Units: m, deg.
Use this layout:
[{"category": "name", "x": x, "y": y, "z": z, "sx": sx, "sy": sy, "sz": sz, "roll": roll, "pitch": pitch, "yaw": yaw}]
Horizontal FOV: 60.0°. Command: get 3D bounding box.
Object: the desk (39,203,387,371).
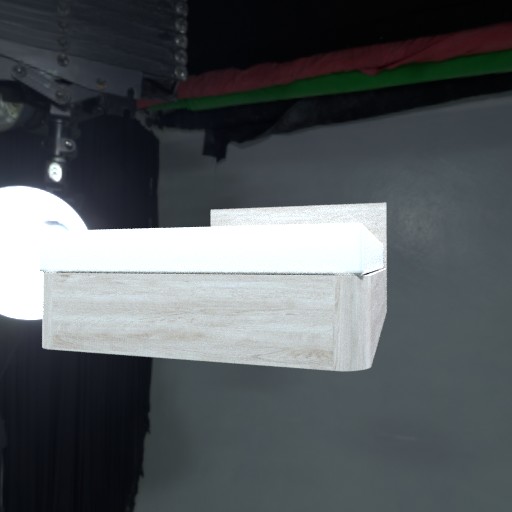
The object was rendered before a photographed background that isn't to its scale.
[{"category": "desk", "x": 0.000, "y": 0.000, "z": 2.572, "sx": 1.400, "sy": 0.800, "sz": 1.900, "roll": 0, "pitch": -1, "yaw": 18}]
